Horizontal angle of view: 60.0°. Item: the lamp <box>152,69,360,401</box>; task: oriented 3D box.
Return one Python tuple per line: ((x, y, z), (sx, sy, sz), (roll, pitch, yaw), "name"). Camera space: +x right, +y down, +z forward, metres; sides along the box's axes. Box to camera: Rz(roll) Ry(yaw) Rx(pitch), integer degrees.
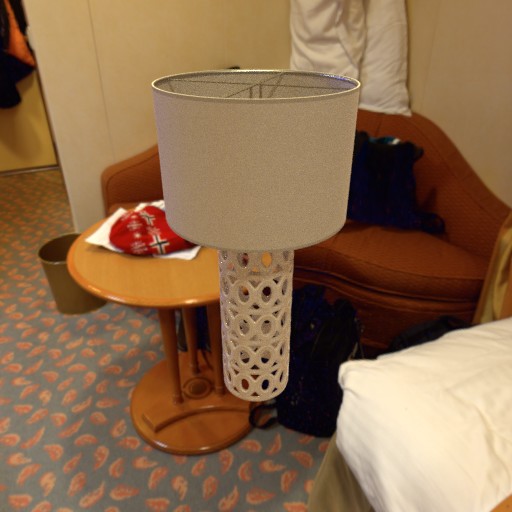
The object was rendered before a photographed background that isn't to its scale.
((0.000, 0.000, 0.859), (0.324, 0.636, 0.325), (10, 31, 17), "lamp")
